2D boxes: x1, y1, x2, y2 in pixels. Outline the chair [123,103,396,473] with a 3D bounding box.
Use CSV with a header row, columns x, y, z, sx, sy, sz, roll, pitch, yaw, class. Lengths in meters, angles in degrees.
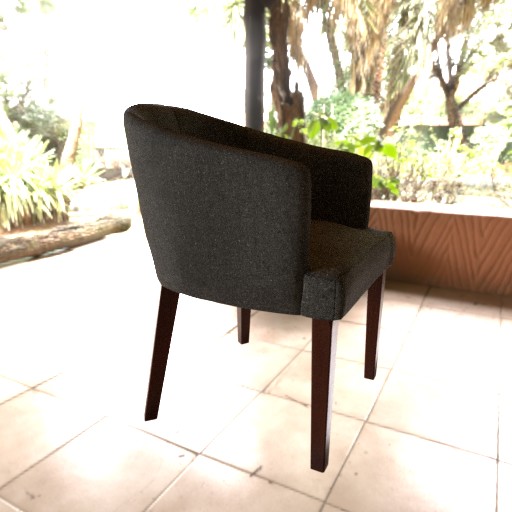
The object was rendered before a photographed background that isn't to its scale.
x,y,z,sx,sy,sz,roll,pitch,yaw,class
0.000,0.000,1.217,0.655,0.811,0.583,7,16,27,chair
